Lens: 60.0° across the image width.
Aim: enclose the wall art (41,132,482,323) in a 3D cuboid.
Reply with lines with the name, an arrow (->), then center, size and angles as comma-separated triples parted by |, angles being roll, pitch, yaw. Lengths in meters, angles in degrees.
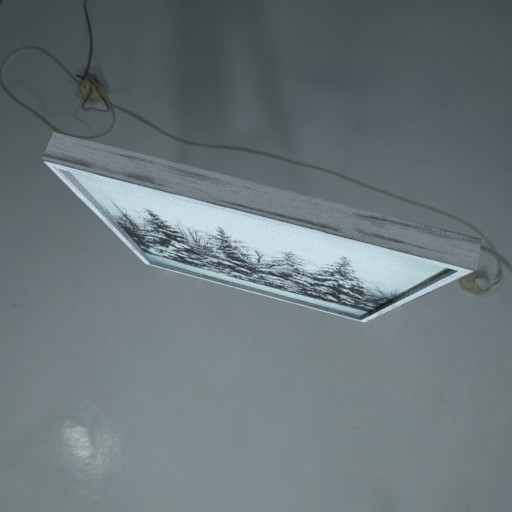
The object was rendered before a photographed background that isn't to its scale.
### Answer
wall art -> 0.000, 0.000, 0.745 | 0.506, 0.506, 0.038 | 15, 76, 4
